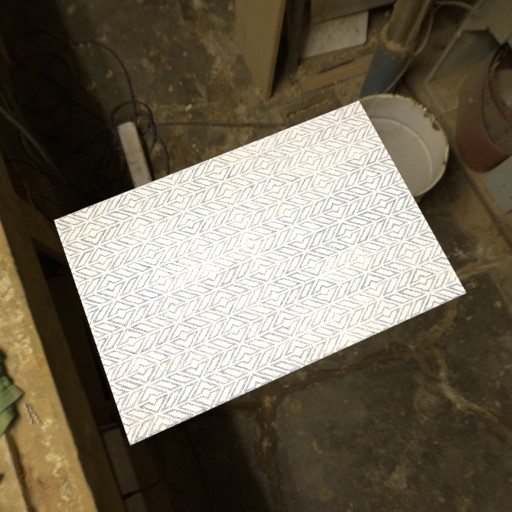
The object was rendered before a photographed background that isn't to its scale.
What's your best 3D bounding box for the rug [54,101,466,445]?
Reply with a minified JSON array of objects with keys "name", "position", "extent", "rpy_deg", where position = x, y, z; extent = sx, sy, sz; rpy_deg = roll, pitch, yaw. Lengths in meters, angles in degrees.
[{"name":"rug","position":[0.000,0.000,2.325],"extent":[1.824,0.008,1.220],"rpy_deg":[-23,77,-6]}]
